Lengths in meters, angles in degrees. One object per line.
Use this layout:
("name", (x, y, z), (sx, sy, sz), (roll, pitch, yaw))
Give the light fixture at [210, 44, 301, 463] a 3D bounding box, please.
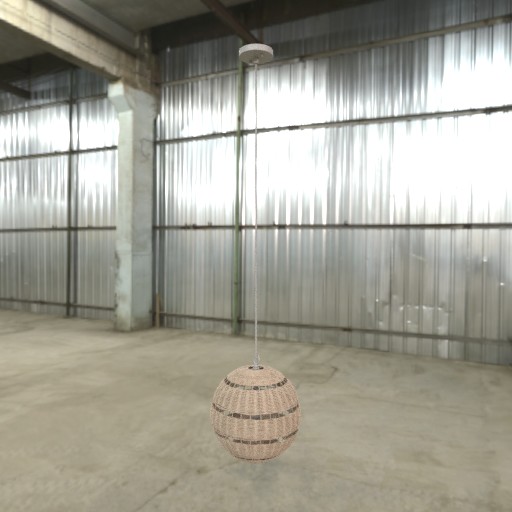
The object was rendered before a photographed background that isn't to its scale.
("light fixture", (0.000, 0.000, 2.210), (0.457, 2.019, 0.457), (-1, 2, -36))
